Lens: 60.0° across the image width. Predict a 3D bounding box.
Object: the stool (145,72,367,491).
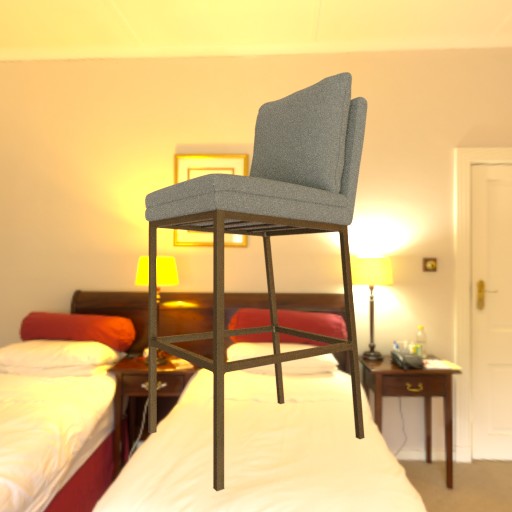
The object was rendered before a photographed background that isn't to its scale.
[{"bbox_3d":[0.000,0.000,1.400,0.569,1.132,0.463,0,0,-35],"label":"stool"}]
